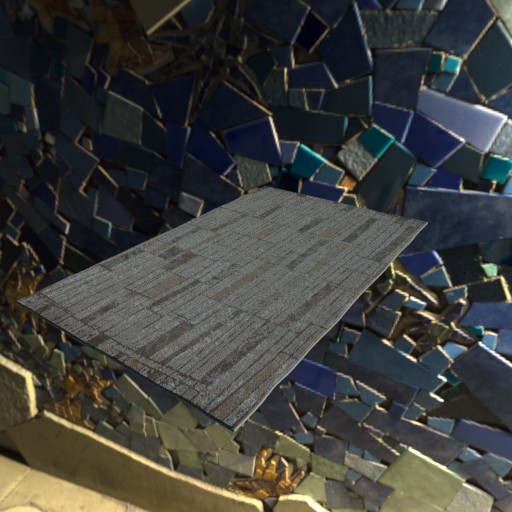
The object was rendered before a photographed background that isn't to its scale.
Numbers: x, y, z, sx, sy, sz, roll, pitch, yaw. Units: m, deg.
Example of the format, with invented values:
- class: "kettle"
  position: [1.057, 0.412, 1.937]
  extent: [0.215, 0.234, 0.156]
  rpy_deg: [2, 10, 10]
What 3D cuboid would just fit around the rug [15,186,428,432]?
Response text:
- class: "rug"
  position: [0.000, 0.000, 2.924]
  extent: [1.531, 0.023, 2.444]
  rpy_deg: [18, 32, 31]
